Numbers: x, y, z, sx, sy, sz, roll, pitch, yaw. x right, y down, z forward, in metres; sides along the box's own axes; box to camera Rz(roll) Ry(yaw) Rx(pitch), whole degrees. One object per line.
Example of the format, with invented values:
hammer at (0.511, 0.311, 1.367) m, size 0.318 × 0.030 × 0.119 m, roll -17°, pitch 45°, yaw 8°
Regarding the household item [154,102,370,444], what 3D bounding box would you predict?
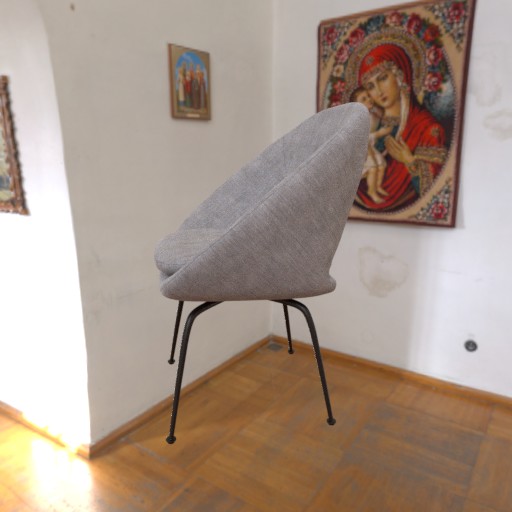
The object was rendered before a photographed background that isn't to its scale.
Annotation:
household item at (0.000, 0.000, 1.317) m, size 0.587 × 0.869 × 0.643 m, roll -3°, pitch 14°, yaw -10°
